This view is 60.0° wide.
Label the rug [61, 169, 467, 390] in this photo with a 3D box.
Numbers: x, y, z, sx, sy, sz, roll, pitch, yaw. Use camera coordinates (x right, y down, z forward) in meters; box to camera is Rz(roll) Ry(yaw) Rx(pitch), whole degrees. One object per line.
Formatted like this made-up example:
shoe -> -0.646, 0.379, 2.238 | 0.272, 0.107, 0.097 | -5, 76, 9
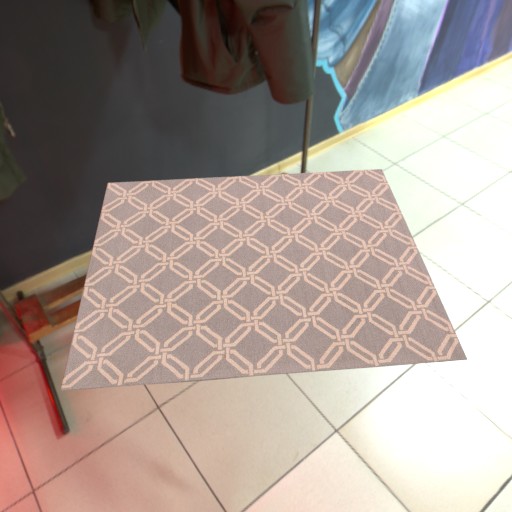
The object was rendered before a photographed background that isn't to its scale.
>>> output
rug -> 0.000, 0.000, 3.903 | 2.895, 0.018, 2.288 | -3, 48, -3
